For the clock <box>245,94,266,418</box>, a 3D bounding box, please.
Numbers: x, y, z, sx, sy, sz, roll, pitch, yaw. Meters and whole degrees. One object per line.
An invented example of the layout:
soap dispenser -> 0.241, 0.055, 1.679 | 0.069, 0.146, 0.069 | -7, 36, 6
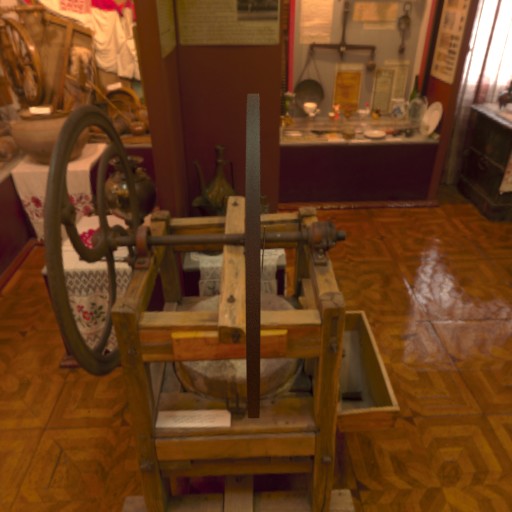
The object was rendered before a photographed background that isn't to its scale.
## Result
clock -> 0.000, 0.000, 0.866 | 0.029, 0.595, 0.595 | 0, 32, 0
